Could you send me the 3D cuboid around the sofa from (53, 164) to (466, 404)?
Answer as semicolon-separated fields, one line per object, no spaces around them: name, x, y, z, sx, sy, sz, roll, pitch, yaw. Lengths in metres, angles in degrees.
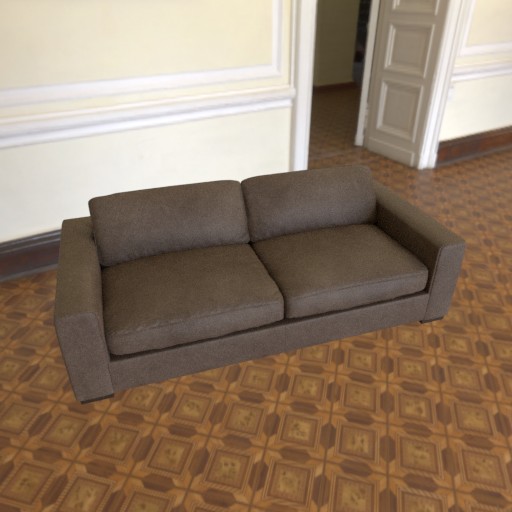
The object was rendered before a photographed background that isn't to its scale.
sofa;0.000;0.000;2.768;2.262;0.801;1.070;-10;33;-15
